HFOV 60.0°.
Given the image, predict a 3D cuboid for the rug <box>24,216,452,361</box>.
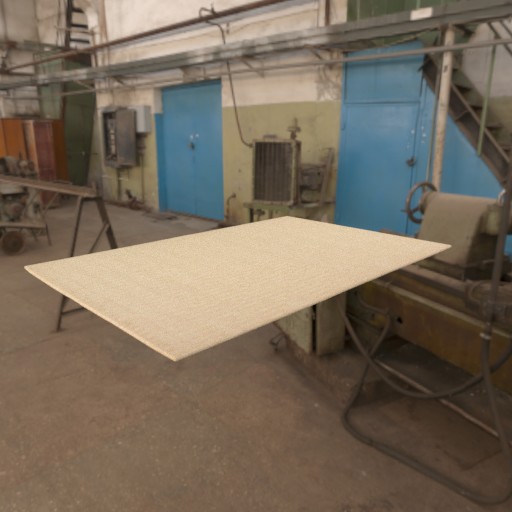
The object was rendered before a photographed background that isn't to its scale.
[{"bbox_3d":[0.000,0.000,2.263,1.848,0.014,1.238,-15,21,-42],"label":"rug"}]
